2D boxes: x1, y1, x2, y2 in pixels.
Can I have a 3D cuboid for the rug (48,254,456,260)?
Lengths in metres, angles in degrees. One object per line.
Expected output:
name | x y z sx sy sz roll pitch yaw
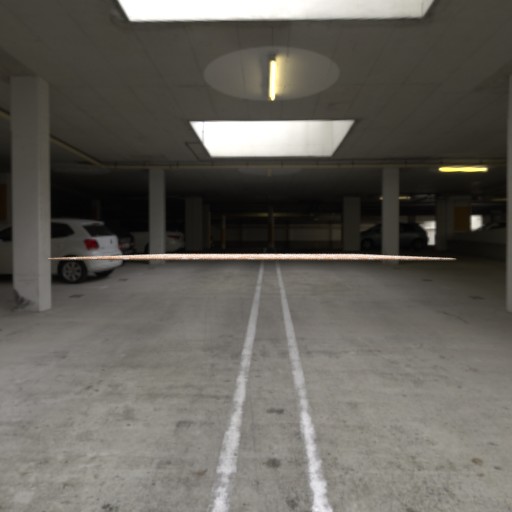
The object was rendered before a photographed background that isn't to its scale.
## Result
rug | 0.000 0.000 4.158 2.441 0.011 3.050 0 1 2
